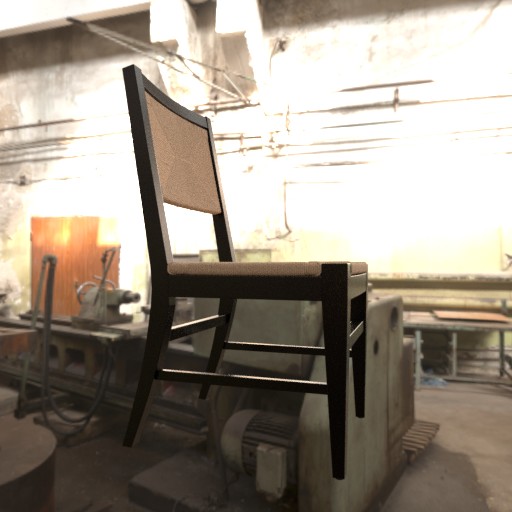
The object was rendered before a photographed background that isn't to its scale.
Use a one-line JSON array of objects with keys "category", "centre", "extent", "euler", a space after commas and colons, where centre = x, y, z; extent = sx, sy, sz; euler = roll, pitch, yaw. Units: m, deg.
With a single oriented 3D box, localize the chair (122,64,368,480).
[{"category": "chair", "centre": [0.000, 0.000, 1.188], "extent": [0.552, 0.927, 0.437], "euler": [0, -1, 20]}]
